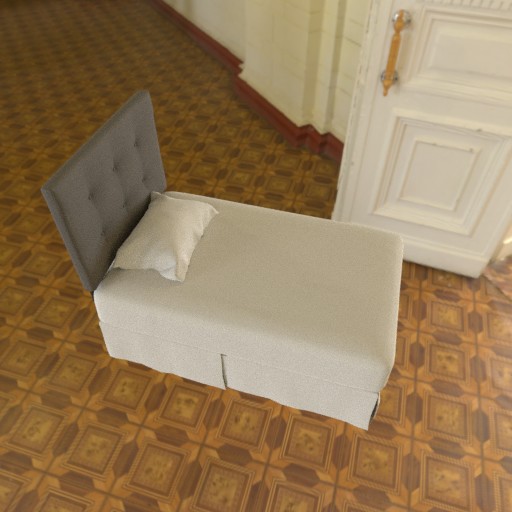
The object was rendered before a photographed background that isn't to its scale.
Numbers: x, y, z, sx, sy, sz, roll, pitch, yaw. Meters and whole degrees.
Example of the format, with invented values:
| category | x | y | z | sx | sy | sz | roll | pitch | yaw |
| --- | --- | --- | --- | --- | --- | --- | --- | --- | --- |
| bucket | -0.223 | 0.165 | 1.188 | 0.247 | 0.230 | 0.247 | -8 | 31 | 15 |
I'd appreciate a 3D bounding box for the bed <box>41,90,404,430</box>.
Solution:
| category | x | y | z | sx | sy | sz | roll | pitch | yaw |
| --- | --- | --- | --- | --- | --- | --- | --- | --- | --- |
| bed | 0.000 | 0.000 | 2.995 | 1.997 | 1.571 | 1.261 | 12 | 48 | 11 |
